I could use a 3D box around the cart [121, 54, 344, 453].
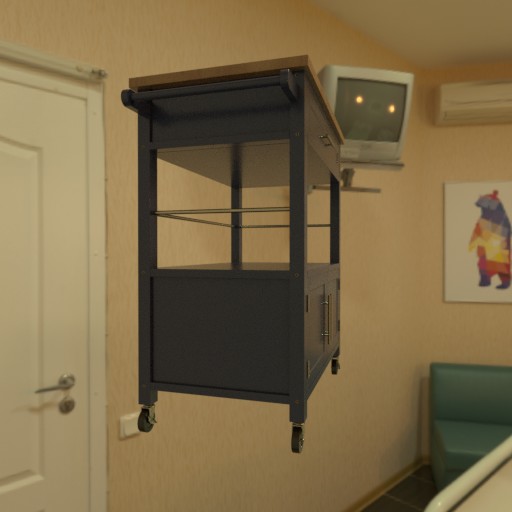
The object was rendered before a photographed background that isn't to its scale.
[{"bbox_3d":[0.000,0.000,1.380,0.459,0.901,0.840,0,1,17],"label":"cart"}]
